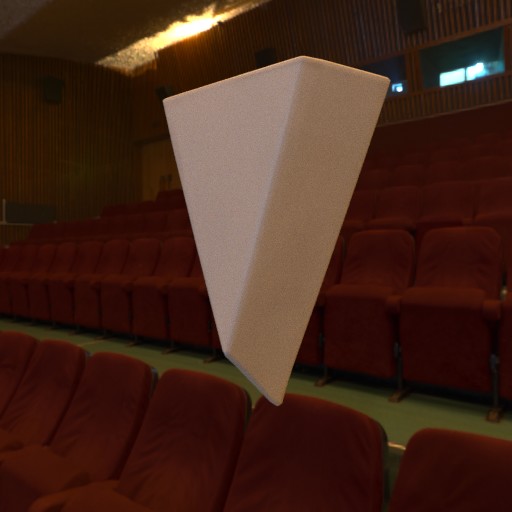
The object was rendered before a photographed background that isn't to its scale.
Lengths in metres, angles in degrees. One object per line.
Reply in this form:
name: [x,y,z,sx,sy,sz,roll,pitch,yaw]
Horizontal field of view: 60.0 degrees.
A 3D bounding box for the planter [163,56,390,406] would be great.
planter: [0.000,0.000,0.272,0.150,0.197,0.060,0,1,37]
